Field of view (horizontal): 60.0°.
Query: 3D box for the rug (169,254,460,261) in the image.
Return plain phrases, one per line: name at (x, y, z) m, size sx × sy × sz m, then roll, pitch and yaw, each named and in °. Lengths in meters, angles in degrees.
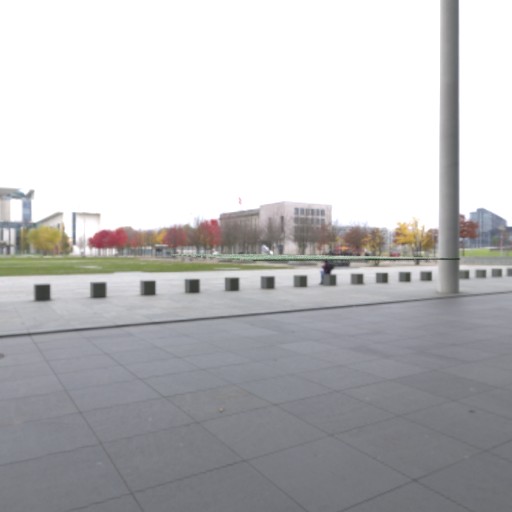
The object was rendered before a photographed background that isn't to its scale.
rug at (0.000, 0.000, 2.615) m, size 0.761 × 0.006 × 2.438 m, roll 0°, pitch 1°, yaw -17°
